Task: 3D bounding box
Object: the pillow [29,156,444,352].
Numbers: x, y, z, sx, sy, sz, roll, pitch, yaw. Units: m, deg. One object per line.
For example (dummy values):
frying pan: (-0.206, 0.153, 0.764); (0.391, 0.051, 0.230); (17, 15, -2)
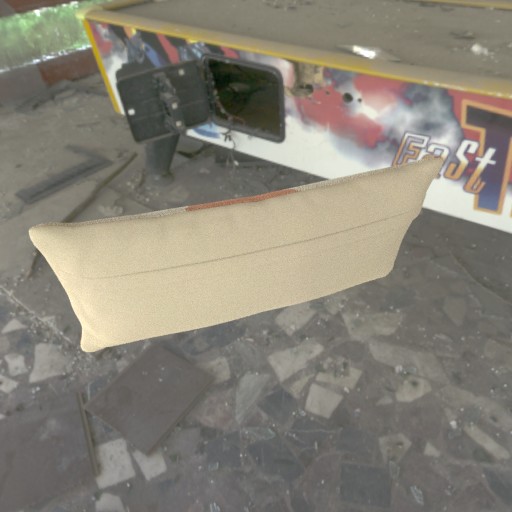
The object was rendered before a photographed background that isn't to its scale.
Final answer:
pillow: (0.000, 0.000, 0.725); (0.609, 0.292, 0.155); (-13, 41, -15)
